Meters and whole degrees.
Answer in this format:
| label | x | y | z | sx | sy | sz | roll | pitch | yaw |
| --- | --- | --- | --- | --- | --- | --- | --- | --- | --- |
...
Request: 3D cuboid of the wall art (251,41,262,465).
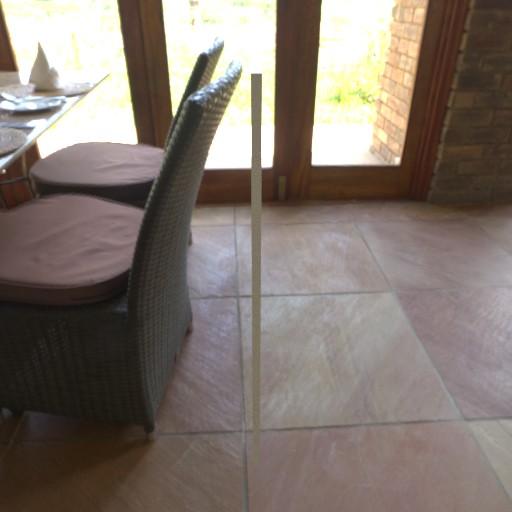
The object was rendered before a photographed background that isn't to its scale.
| label | x | y | z | sx | sy | sz | roll | pitch | yaw |
| --- | --- | --- | --- | --- | --- | --- | --- | --- | --- |
| wall art | 0.000 | 0.000 | 0.816 | 0.013 | 0.683 | 0.380 | 0 | 31 | 0 |
